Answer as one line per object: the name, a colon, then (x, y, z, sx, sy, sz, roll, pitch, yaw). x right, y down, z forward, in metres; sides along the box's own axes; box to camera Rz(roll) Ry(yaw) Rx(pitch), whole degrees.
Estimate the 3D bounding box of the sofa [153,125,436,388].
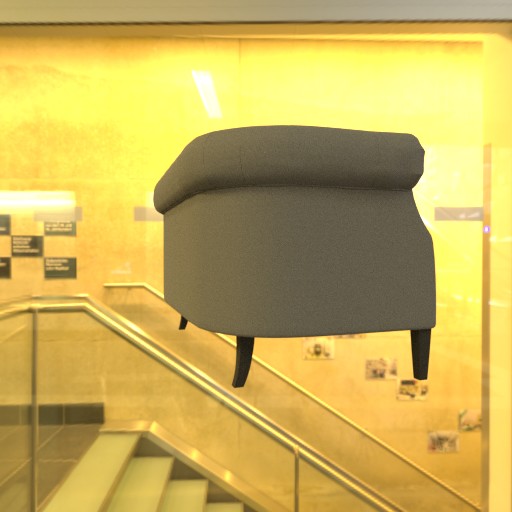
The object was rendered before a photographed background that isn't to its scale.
sofa: (0.000, 0.000, 2.025, 0.835, 0.827, 1.558, 0, 1, -19)
